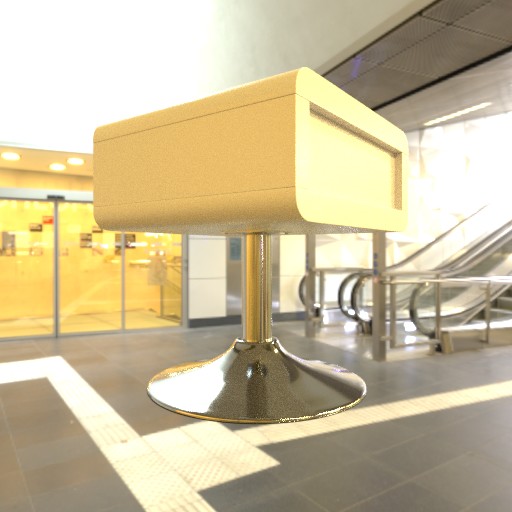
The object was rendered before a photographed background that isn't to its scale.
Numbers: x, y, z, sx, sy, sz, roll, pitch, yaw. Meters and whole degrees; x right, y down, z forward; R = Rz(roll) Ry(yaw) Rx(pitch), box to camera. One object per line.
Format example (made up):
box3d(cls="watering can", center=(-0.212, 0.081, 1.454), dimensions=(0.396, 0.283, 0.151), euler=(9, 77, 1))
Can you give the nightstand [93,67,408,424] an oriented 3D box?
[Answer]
box3d(cls="nightstand", center=(0.000, 0.000, 0.778), dimensions=(0.404, 0.447, 0.399), euler=(0, 1, 36))
